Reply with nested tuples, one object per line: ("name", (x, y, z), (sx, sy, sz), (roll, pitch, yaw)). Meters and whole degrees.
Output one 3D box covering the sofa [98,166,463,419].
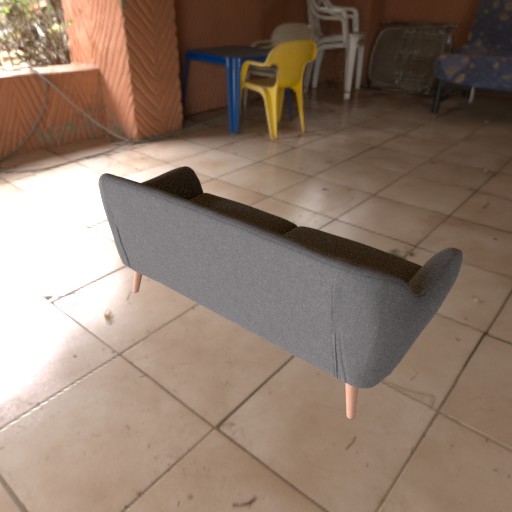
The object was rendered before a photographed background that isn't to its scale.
("sofa", (0.000, 0.000, 2.316), (1.840, 0.820, 0.820), (23, 37, 33))
